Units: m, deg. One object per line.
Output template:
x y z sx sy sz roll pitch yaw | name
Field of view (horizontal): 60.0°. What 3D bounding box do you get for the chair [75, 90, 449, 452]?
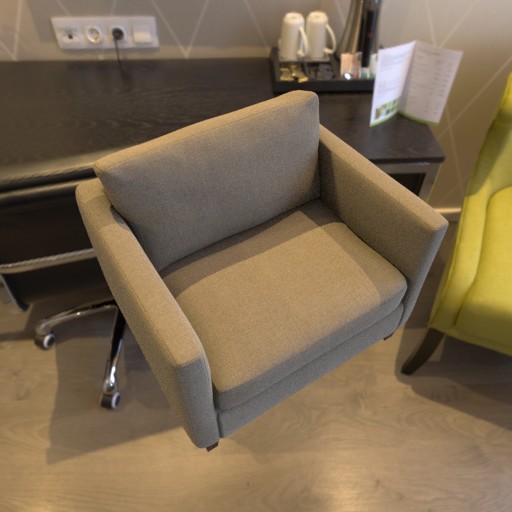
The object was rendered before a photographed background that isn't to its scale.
0.000 0.000 1.827 1.107 0.963 0.959 -25 53 -21 | chair
